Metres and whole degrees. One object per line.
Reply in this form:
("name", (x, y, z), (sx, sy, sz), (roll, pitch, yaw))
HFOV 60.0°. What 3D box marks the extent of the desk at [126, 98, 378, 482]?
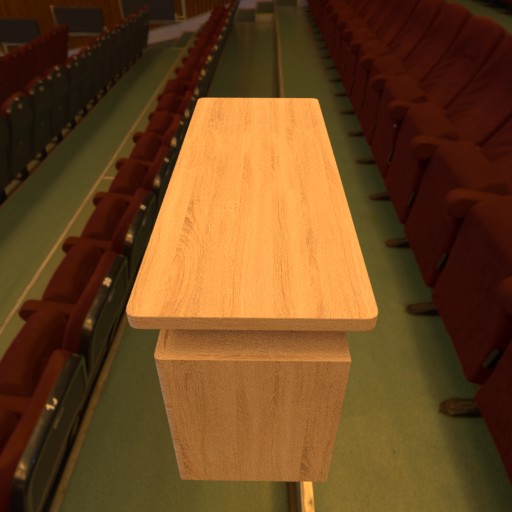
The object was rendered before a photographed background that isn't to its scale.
("desk", (0.000, 0.000, 1.730), (0.550, 0.760, 1.400), (0, 38, 1))
